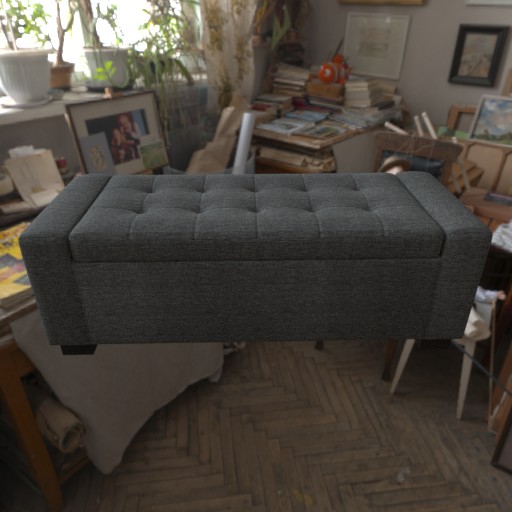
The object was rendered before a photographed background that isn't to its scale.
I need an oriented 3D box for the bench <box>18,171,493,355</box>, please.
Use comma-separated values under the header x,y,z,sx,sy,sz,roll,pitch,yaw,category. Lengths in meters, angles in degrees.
x,y,z,sx,sy,sz,roll,pitch,yaw,category
0.000,0.000,1.510,1.296,0.445,0.508,-1,30,-1,bench
